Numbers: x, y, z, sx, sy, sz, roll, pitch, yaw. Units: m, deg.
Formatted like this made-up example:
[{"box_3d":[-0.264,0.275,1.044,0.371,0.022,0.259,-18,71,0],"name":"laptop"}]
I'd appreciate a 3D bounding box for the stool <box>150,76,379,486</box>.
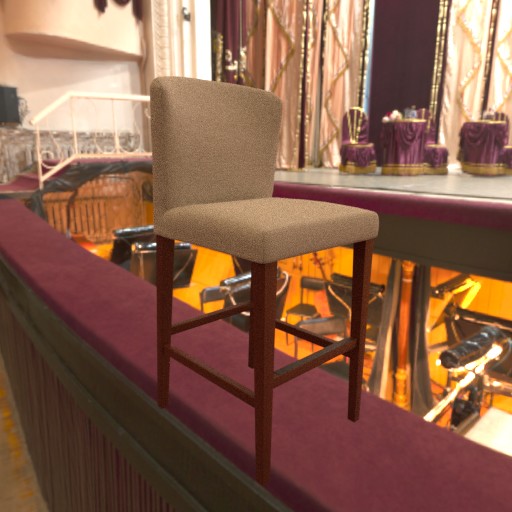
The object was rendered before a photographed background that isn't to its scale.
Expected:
[{"box_3d":[0.000,0.000,1.350,0.481,1.069,0.568,-12,18,-42],"name":"stool"}]
